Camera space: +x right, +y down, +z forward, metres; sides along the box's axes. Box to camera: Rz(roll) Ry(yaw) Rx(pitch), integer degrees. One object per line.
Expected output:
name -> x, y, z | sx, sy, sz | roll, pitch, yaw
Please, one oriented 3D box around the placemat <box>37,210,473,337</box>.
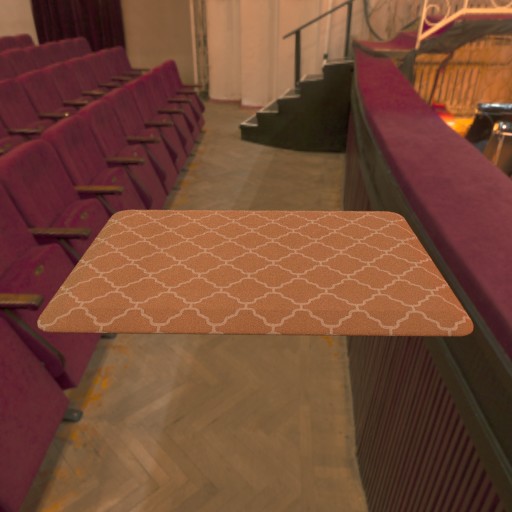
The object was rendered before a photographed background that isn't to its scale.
placemat -> 0.000, 0.000, 0.964 | 0.762, 0.021, 0.508 | 0, 30, 1
